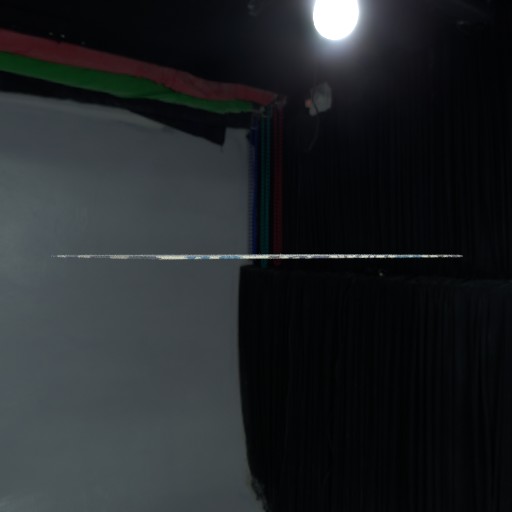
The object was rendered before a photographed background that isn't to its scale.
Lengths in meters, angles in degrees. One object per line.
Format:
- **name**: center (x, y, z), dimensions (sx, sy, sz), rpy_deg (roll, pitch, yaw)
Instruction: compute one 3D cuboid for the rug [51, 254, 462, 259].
- **rug**: center (0.000, 0.000, 3.016), dimensions (2.261, 0.013, 1.676), rpy_deg (0, 0, -36)
